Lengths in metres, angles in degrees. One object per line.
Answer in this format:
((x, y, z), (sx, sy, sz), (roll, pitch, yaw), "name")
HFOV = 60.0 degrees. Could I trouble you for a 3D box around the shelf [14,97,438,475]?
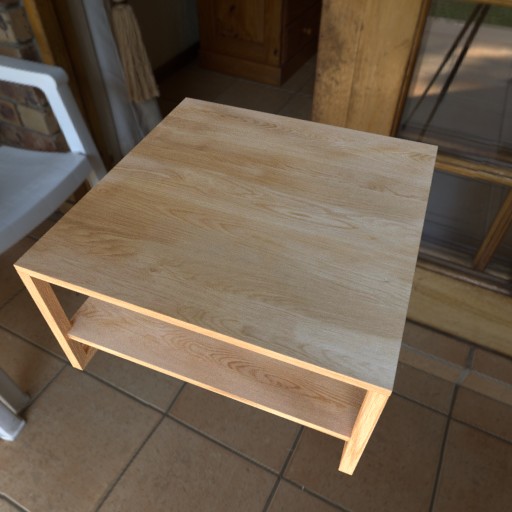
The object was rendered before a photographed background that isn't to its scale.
((0.000, 0.000, 1.411), (0.899, 0.480, 0.899), (16, 48, 14), "shelf")
